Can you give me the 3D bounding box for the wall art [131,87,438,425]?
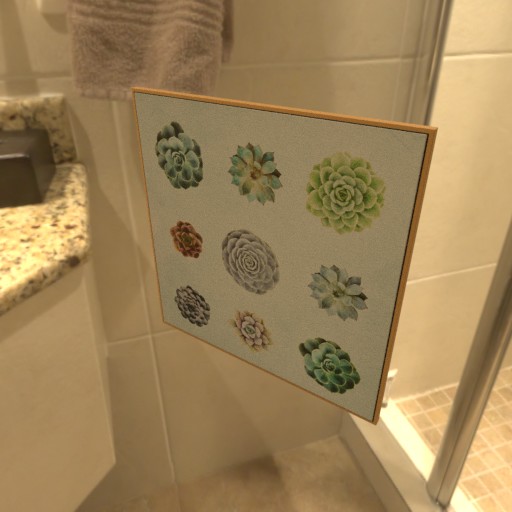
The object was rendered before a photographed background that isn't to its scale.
[{"bbox_3d":[0.000,0.000,0.689,0.457,0.455,0.013,19,35,29],"label":"wall art"}]
